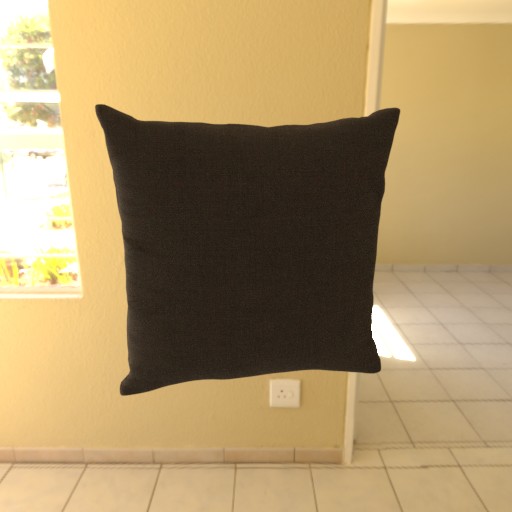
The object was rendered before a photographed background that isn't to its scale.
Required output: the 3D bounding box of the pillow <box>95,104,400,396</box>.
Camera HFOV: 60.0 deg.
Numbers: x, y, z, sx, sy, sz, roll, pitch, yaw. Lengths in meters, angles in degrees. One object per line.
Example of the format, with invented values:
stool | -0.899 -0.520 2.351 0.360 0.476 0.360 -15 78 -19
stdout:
pillow | 0.000 0.000 0.672 0.432 0.432 0.139 -2 16 -9
